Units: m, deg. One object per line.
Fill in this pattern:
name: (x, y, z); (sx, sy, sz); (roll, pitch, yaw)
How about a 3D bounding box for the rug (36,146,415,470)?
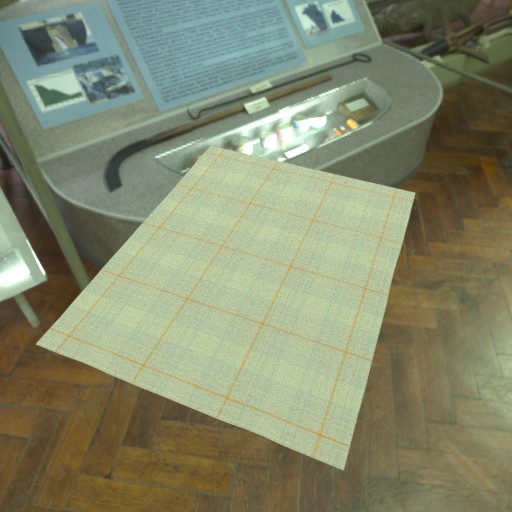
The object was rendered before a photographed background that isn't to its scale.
rug: (0.000, 0.000, 4.088); (2.448, 0.021, 3.051); (16, 48, 15)
